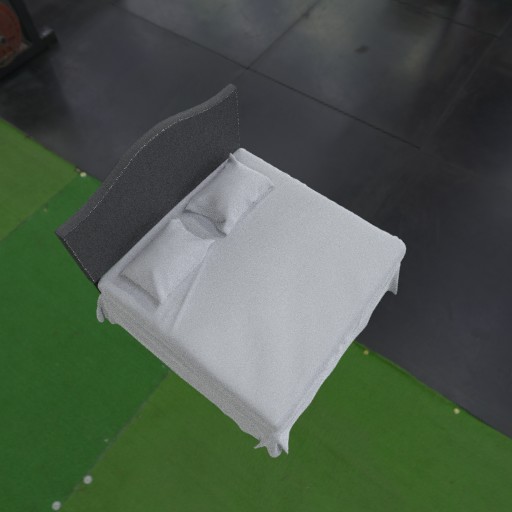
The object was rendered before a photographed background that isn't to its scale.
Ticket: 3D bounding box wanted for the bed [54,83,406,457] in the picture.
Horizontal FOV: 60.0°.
[{"bbox_3d":[0.000,0.000,3.761,2.219,1.651,2.314,34,66,18],"label":"bed"}]
